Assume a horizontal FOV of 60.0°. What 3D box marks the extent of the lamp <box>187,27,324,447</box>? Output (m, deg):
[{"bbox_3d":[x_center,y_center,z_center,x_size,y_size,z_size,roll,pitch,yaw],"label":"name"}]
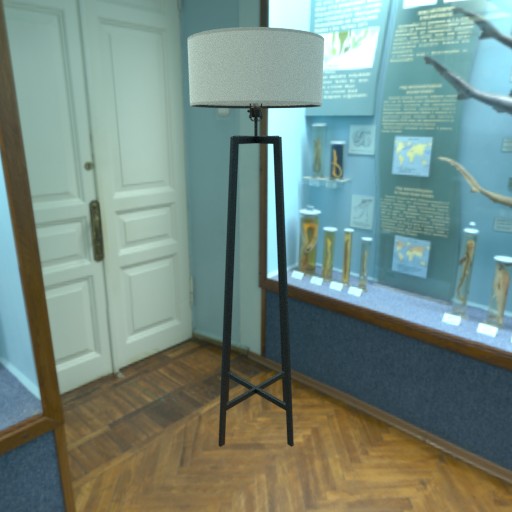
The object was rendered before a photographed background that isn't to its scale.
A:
[{"bbox_3d":[0.000,0.000,1.710,0.456,1.510,0.457,16,23,42],"label":"lamp"}]
